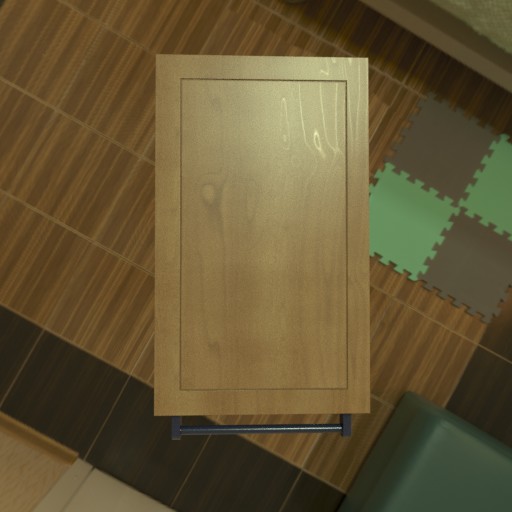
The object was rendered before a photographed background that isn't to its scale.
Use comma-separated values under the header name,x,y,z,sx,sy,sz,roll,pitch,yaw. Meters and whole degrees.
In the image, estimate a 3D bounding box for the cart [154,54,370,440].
name,x,y,z,sx,sy,sz,roll,pitch,yaw
cart,0.000,0.000,1.391,0.459,0.901,0.840,0,89,-2
